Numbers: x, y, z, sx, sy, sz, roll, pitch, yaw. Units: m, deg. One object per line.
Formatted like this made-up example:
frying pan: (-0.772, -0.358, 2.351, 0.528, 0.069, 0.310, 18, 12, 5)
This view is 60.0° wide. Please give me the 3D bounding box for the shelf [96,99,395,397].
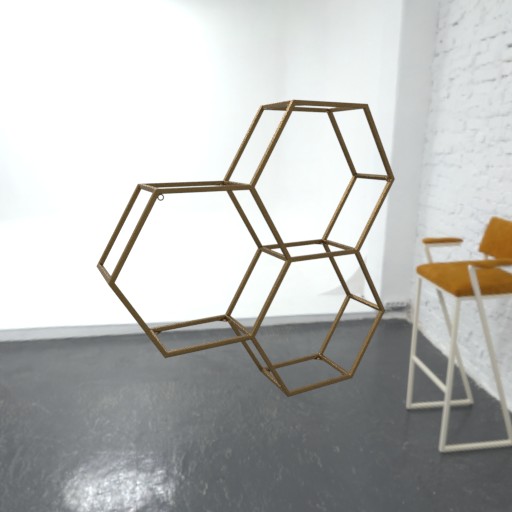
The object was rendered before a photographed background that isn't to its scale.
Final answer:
shelf: (0.000, 0.000, 1.061, 0.708, 0.701, 0.150, -7, 15, -27)
